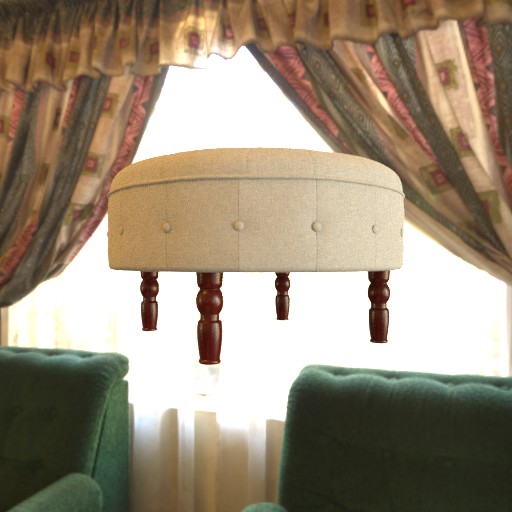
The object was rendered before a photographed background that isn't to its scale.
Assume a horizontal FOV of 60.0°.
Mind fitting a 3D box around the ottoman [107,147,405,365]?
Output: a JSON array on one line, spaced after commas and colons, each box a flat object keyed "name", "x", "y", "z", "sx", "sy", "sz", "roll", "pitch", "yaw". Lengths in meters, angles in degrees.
[{"name": "ottoman", "x": 0.000, "y": 0.000, "z": 1.332, "sx": 0.849, "sy": 0.478, "sz": 0.849, "roll": 0, "pitch": 0, "yaw": 0}]
